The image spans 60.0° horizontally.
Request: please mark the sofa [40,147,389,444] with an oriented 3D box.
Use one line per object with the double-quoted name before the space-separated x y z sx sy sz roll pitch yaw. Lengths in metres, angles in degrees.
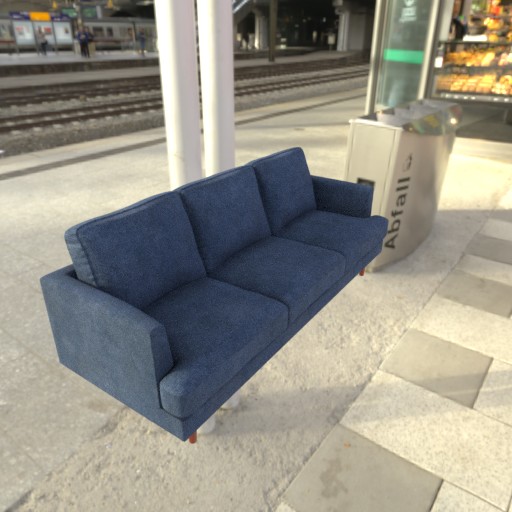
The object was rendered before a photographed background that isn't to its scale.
"sofa" 0.000 0.000 2.715 0.903 0.930 2.246 17 31 31
